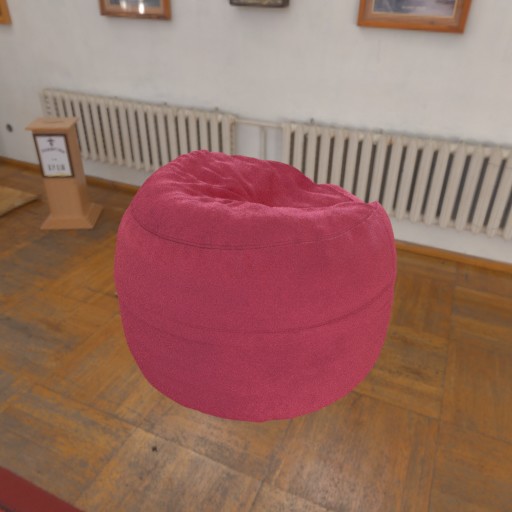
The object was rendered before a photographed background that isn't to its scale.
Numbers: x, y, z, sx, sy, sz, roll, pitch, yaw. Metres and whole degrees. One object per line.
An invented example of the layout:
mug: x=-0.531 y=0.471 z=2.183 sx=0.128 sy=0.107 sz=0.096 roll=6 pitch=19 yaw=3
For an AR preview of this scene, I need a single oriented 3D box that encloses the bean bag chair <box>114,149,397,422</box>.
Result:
bean bag chair: x=0.000 y=0.000 z=1.972 sx=1.218 sy=0.788 sz=1.218 roll=0 pitch=30 yaw=0
